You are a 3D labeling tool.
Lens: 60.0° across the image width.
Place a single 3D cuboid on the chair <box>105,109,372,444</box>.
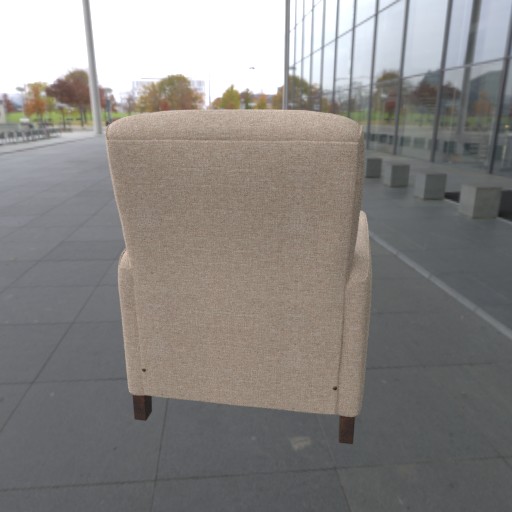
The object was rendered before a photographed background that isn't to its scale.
[{"bbox_3d":[0.000,0.000,1.655,0.841,1.028,0.858,3,18,9],"label":"chair"}]
